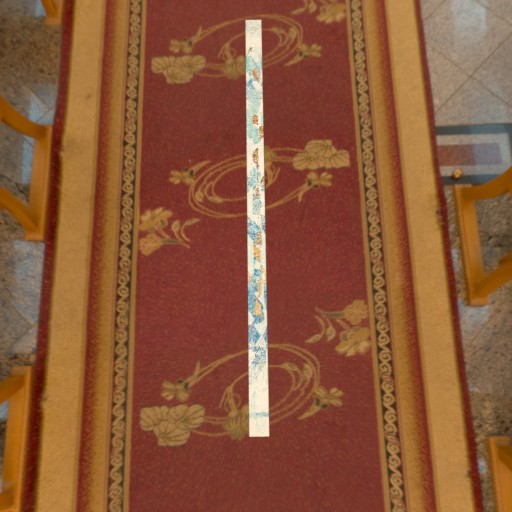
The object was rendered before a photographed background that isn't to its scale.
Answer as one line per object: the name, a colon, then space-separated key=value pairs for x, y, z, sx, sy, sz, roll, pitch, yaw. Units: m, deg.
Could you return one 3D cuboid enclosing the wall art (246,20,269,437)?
wall art: x=0.000 y=0.000 z=1.374 sx=0.040 sy=0.916 sz=0.916 roll=-1 pitch=76 yaw=0
